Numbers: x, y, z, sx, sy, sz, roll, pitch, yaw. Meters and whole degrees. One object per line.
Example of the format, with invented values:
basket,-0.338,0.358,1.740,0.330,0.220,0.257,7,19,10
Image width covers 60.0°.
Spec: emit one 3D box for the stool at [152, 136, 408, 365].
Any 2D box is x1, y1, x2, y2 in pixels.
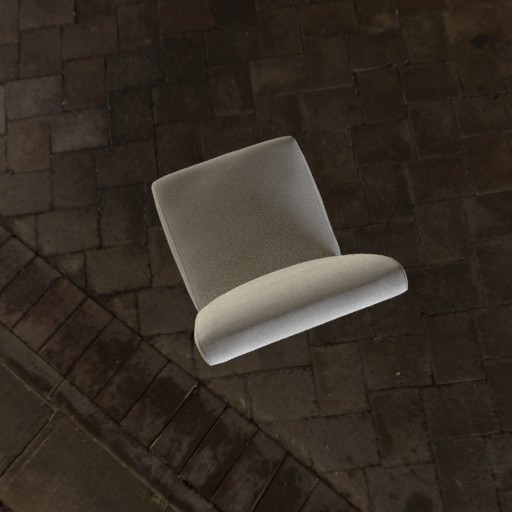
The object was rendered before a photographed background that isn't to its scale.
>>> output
stool,0.000,0.000,1.293,0.446,1.015,0.543,-20,76,-5
